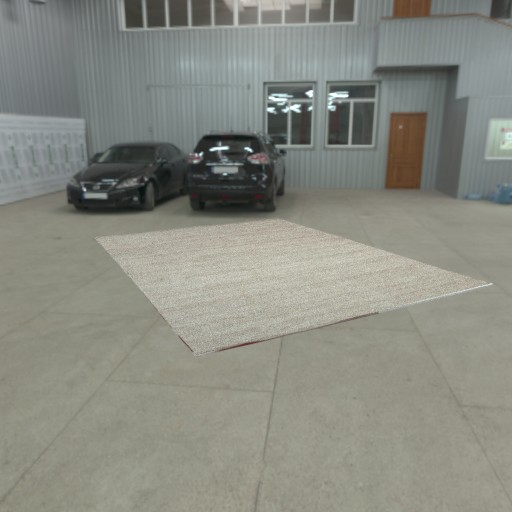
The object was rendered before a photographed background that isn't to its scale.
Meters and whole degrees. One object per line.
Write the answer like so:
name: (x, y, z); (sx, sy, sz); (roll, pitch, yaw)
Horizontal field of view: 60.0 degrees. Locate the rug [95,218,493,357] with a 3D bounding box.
rug: (0.000, 0.000, 4.208); (2.434, 0.045, 3.202); (-8, 17, -27)
